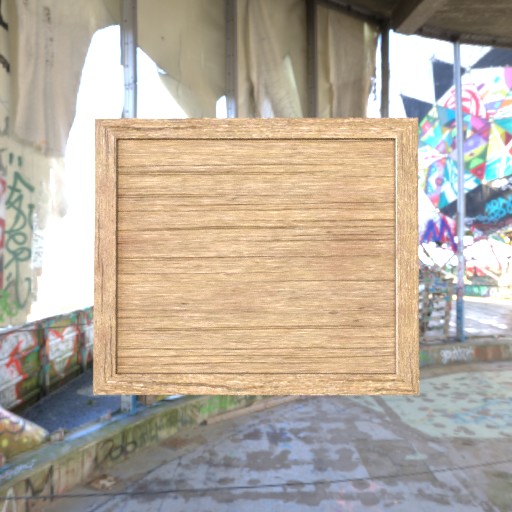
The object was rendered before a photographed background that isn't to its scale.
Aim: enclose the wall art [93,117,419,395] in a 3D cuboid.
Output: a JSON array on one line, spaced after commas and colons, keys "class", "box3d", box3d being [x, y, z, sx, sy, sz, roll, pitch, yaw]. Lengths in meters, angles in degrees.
[{"class": "wall art", "box3d": [0.000, 0.000, 0.953, 0.690, 0.588, 0.026, 0, -1, 0]}]
